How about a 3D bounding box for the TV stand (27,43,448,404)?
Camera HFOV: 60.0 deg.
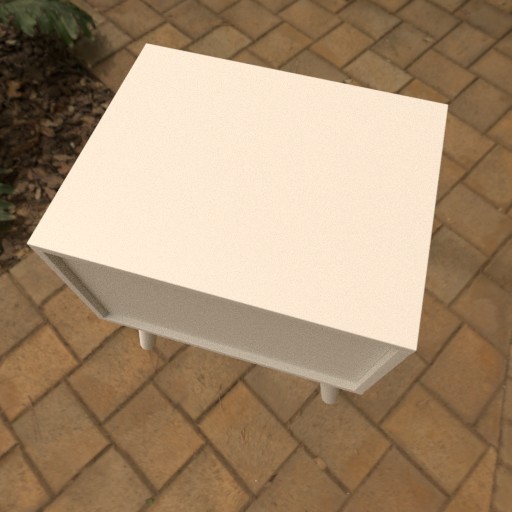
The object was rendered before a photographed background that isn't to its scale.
[{"bbox_3d":[0.000,0.000,0.885,0.508,0.559,0.405,15,64,7],"label":"TV stand"}]
